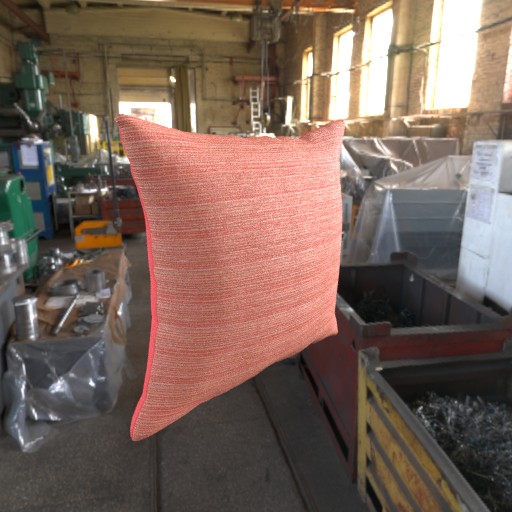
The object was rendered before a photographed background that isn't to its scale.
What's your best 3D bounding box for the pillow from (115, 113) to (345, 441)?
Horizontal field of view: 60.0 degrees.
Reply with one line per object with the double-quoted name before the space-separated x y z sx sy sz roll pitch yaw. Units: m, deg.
"pillow" 0.000 0.000 0.827 0.229 0.501 0.559 14 21 42
